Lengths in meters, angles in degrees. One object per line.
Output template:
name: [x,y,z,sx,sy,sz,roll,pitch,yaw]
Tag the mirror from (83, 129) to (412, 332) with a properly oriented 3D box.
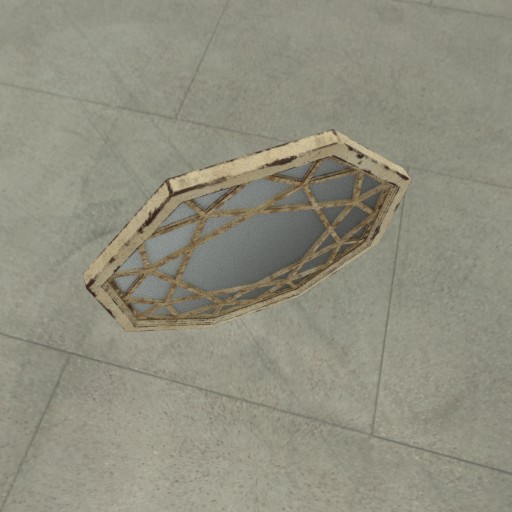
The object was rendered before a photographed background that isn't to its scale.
mirror: [0.000,0.000,0.951,0.648,0.648,0.031,-19,65,-9]
